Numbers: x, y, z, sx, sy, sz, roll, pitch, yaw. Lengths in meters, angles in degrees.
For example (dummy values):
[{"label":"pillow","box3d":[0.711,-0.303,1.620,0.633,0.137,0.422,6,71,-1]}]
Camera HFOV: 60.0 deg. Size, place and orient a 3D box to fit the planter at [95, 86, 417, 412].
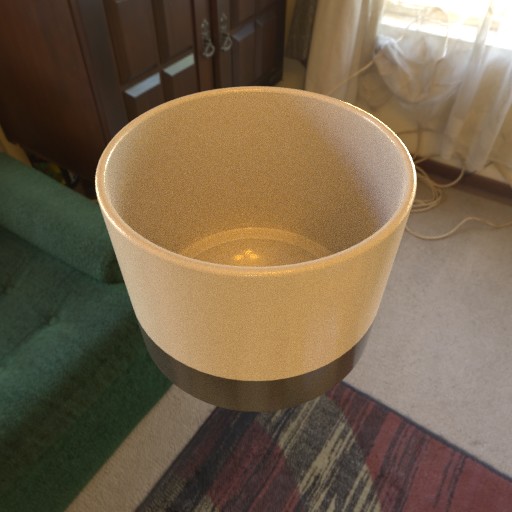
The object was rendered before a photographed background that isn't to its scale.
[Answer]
[{"label":"planter","box3d":[0.000,0.000,0.336,0.193,0.177,0.193,0,46,0]}]
